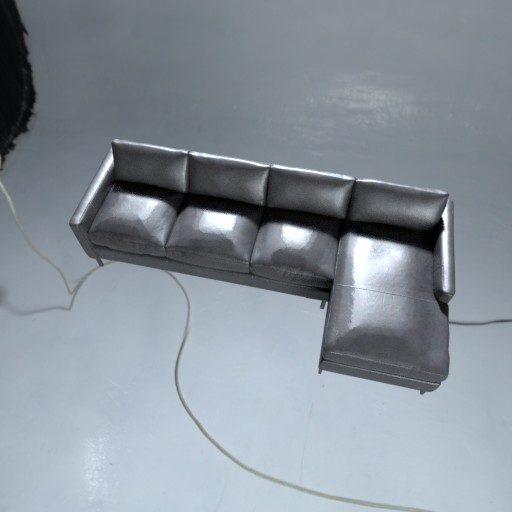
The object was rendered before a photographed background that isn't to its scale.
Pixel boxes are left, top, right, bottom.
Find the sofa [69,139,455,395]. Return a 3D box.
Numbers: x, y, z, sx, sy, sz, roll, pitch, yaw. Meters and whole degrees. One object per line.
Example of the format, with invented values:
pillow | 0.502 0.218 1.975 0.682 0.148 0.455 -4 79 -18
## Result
sofa | 0.000 0.000 3.569 2.993 0.859 1.471 10 57 7
